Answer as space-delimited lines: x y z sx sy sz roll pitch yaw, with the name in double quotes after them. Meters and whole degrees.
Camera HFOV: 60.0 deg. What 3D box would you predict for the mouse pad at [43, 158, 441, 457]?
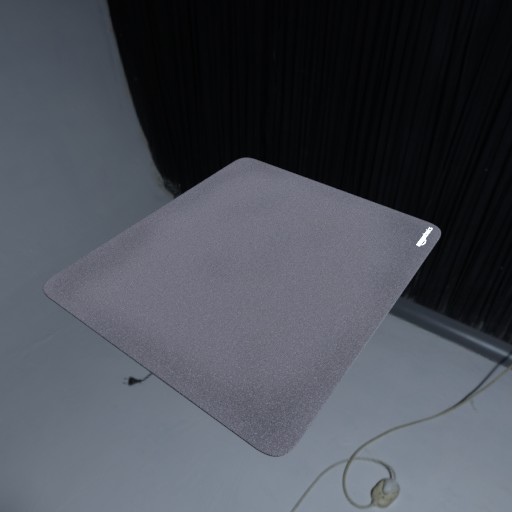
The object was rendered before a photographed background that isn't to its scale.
0.000 0.000 0.634 0.393 0.002 0.451 26 47 27 "mouse pad"
